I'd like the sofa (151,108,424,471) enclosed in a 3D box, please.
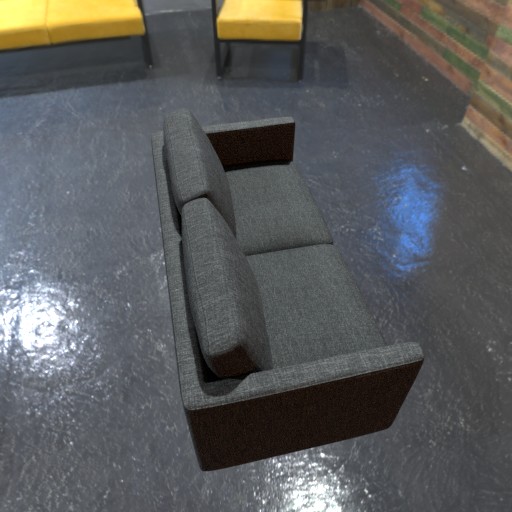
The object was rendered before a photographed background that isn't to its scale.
[{"bbox_3d":[0.000,0.000,2.411,0.950,0.963,1.884,-9,47,-9],"label":"sofa"}]
